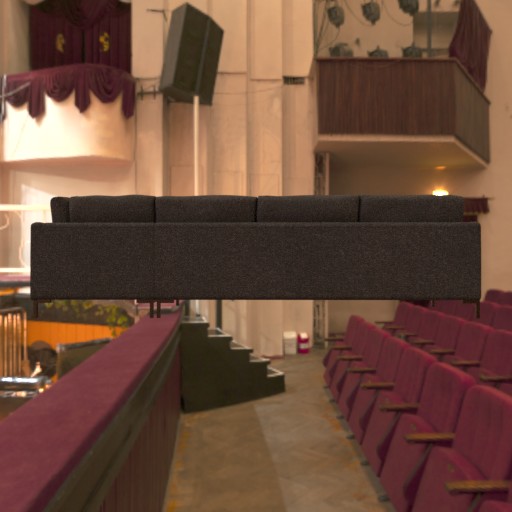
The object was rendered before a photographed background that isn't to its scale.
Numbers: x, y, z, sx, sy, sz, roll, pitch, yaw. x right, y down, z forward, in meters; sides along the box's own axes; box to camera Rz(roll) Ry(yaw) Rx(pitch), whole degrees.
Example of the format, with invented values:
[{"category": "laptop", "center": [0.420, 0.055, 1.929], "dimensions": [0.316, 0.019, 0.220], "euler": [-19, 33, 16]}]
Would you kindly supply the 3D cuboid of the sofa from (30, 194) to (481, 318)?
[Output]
[{"category": "sofa", "center": [0.000, 0.000, 3.824], "dimensions": [2.949, 0.815, 2.007], "euler": [0, 0, 1]}]
